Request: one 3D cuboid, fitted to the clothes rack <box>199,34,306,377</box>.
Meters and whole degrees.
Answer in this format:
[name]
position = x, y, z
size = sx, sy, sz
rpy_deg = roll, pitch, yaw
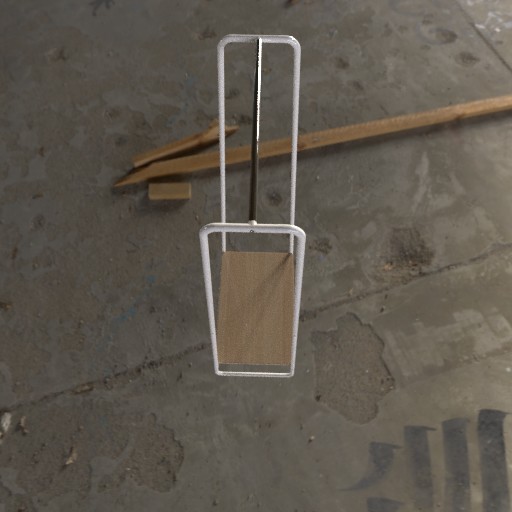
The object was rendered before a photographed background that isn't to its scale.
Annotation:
[clothes rack]
position = 0.000, 0.000, 1.768
size = 0.400, 1.500, 0.640
rpy_deg = 1, 63, 1
